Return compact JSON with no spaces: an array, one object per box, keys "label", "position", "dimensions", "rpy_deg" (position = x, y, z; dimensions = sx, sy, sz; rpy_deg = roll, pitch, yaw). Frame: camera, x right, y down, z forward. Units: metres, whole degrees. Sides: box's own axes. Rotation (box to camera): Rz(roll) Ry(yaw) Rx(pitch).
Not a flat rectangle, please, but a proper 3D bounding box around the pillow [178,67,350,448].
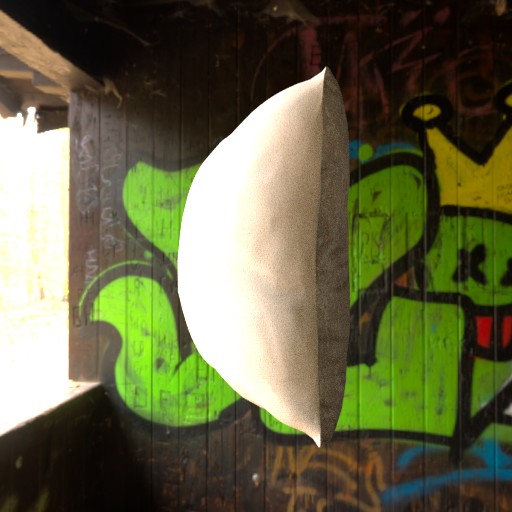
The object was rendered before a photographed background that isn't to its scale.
[{"label":"pillow","position":[0.000,0.000,0.723],"dimensions":[0.245,0.448,0.450],"rpy_deg":[0,-1,-18]}]
